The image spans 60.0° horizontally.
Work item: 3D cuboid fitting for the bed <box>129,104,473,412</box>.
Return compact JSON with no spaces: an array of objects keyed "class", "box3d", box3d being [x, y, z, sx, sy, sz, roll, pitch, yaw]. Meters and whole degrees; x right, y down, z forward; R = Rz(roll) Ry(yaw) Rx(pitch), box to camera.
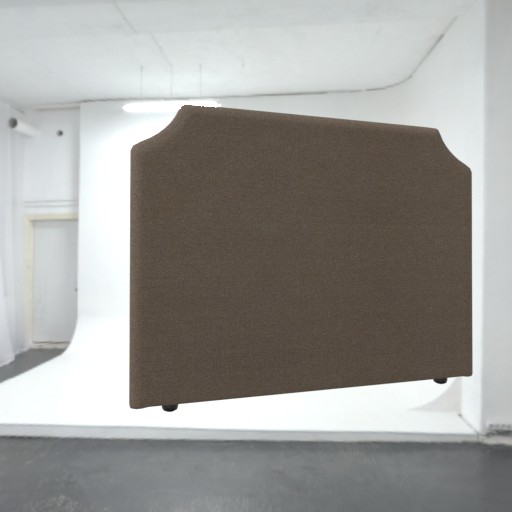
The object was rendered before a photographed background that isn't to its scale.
[{"class":"bed","box3d":[0.000,0.000,3.017,1.693,1.290,2.116,0,0,-17]}]
